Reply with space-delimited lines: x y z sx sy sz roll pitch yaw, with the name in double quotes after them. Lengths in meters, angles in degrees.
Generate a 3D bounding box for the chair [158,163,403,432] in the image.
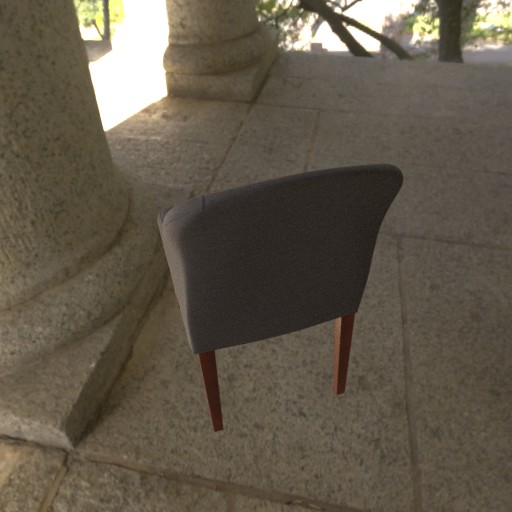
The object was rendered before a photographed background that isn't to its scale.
0.000 0.000 1.260 0.506 0.879 0.619 -12 43 -13 "chair"
